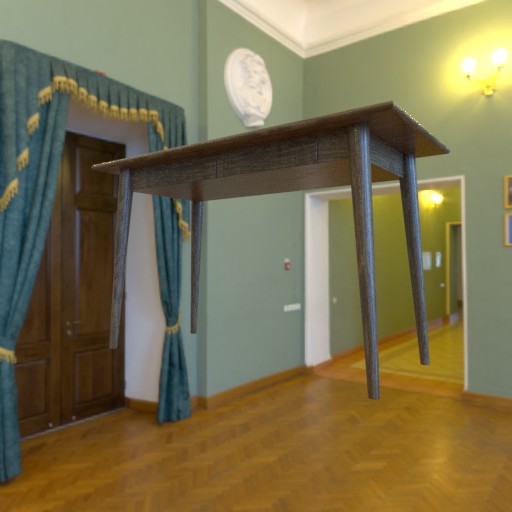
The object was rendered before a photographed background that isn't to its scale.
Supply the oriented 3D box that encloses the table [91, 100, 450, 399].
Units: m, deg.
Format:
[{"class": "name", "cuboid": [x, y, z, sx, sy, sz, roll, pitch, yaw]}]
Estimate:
[{"class": "table", "cuboid": [0.000, 0.000, 1.740, 1.300, 0.780, 0.599, 0, -1, 36]}]
